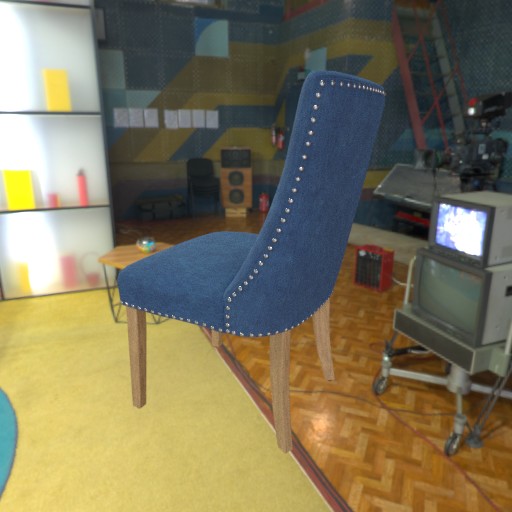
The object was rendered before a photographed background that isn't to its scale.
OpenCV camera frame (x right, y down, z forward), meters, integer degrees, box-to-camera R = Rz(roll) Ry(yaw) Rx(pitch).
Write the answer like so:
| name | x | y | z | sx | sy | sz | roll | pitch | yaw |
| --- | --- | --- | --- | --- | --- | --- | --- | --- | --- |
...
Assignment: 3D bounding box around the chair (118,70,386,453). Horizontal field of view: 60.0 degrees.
| name | x | y | z | sx | sy | sz | roll | pitch | yaw |
| --- | --- | --- | --- | --- | --- | --- | --- | --- | --- |
| chair | 0.000 | 0.000 | 1.239 | 0.610 | 0.902 | 0.495 | 9 | 19 | 27 |
